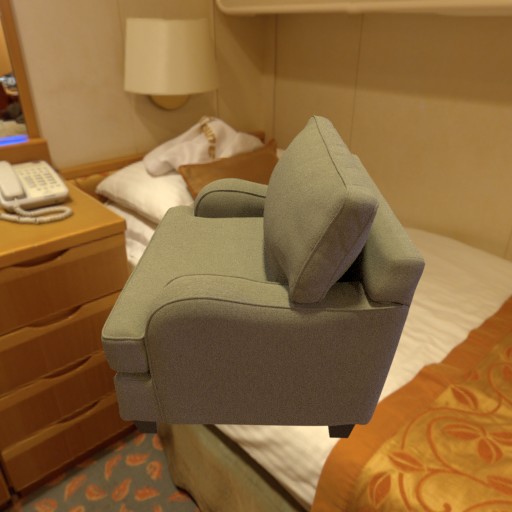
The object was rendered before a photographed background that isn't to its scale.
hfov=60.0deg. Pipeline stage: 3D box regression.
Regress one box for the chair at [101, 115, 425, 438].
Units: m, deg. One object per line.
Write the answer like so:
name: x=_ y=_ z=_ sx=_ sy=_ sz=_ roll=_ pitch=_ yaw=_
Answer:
chair: x=0.000 y=0.000 z=1.972 sx=1.041 sy=1.016 sz=1.220 roll=1 pitch=28 yaw=1
